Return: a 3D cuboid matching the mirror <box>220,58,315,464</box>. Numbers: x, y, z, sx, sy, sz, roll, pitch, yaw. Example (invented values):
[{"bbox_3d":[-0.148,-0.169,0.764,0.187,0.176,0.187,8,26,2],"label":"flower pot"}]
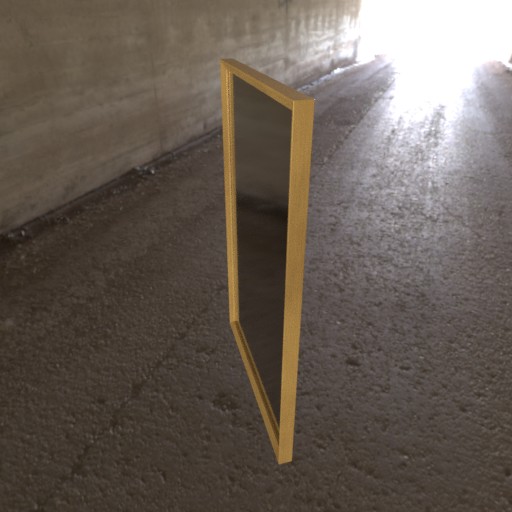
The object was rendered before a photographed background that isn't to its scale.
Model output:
[{"bbox_3d":[0.000,0.000,1.192,0.041,0.915,0.609,-8,31,-13],"label":"mirror"}]
